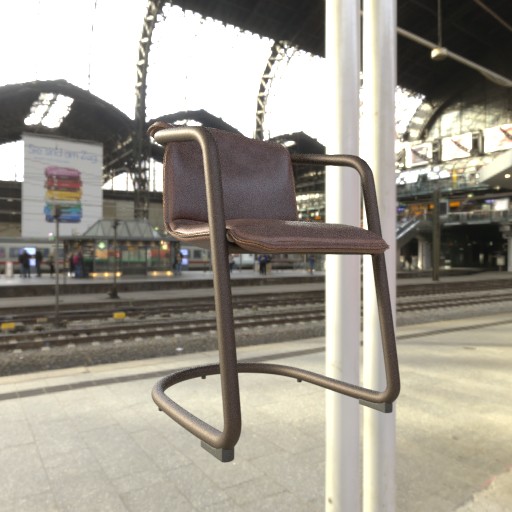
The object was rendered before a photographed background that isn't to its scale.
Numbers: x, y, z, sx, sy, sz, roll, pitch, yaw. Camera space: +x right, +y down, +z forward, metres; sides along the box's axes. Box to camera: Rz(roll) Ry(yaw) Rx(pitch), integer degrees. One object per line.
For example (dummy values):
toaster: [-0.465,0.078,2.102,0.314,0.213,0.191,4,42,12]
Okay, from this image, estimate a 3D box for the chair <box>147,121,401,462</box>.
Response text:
chair: [0.000,0.000,1.260,0.536,0.836,0.664,0,0,-35]
